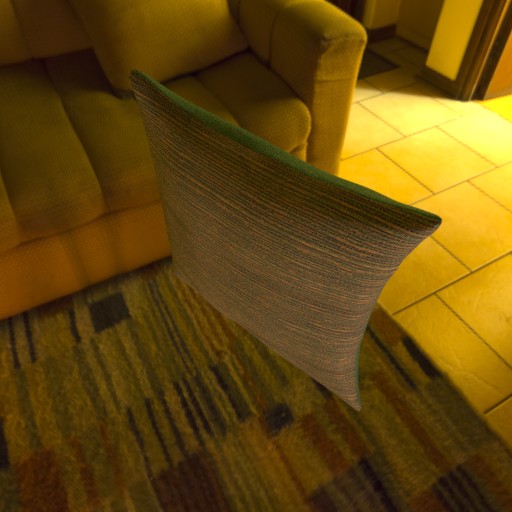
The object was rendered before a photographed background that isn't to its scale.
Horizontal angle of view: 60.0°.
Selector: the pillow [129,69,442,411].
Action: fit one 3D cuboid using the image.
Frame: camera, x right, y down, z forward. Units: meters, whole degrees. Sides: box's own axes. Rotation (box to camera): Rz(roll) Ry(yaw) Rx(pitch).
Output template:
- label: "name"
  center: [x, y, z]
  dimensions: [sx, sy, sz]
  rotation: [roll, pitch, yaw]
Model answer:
- label: "pillow"
  center: [0.000, 0.000, 0.756]
  dimensions: [0.514, 0.497, 0.150]
  rotation: [33, 56, 26]
